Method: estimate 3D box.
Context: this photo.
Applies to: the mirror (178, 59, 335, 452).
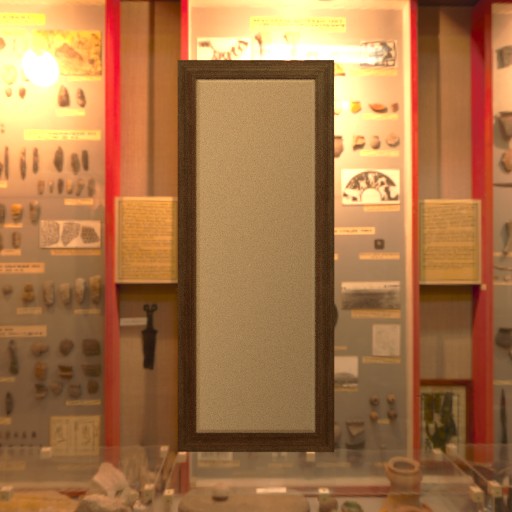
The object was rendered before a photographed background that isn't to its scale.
[{"bbox_3d":[0.000,0.000,2.310,0.812,2.032,0.025,0,0,0],"label":"mirror"}]
